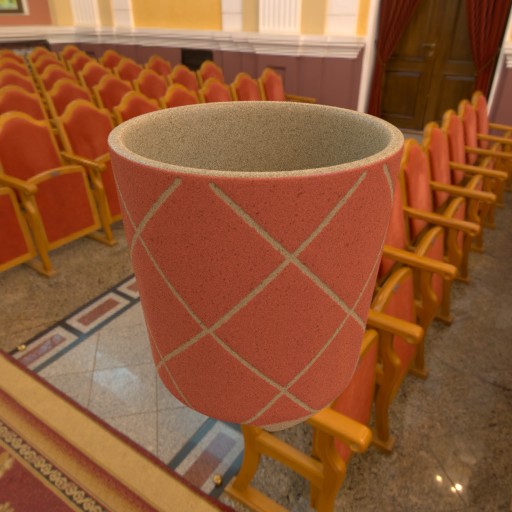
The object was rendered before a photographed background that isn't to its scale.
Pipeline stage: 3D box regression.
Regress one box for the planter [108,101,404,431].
[{"bbox_3d":[0.000,0.000,0.410,0.227,0.235,0.227,0,30,0],"label":"planter"}]
